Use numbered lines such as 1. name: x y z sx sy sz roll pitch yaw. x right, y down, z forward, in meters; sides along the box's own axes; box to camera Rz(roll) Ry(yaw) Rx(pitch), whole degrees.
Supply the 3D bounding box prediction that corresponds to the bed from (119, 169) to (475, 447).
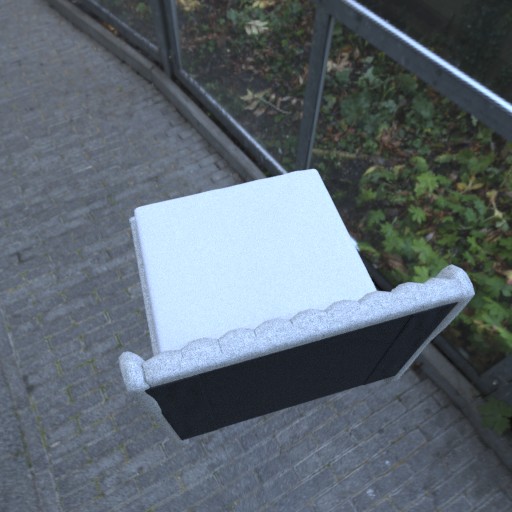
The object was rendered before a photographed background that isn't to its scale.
1. bed: 0.000 0.000 3.875 2.219 1.771 2.347 -14 59 -9
